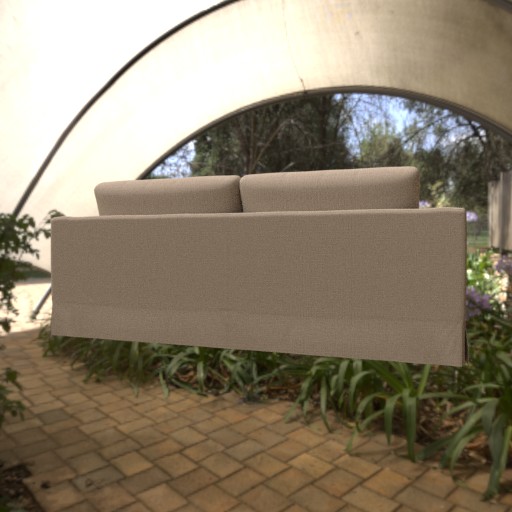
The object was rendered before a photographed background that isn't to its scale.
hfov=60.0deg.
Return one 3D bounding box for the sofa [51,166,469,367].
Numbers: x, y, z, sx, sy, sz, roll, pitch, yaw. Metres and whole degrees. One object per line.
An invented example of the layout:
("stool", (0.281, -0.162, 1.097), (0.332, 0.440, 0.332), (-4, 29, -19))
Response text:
("sofa", (0.000, 0.000, 2.603), (2.163, 0.881, 0.954), (0, 2, 18))
